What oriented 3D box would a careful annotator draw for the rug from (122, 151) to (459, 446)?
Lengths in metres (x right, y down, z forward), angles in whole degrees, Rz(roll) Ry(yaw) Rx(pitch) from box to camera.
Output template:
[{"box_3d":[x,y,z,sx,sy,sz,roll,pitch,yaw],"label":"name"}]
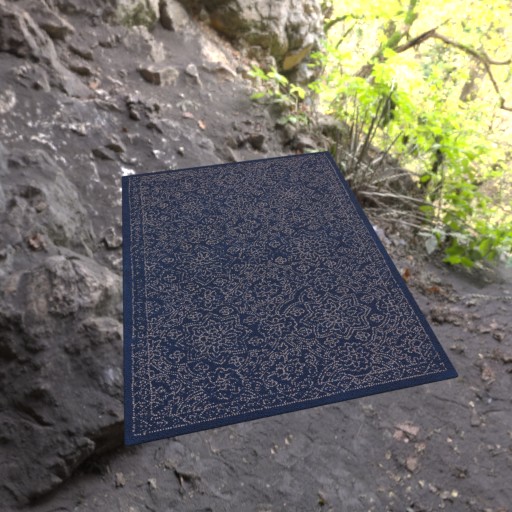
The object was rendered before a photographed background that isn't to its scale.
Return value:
[{"box_3d":[0.000,0.000,4.137,2.438,0.010,3.048,-9,47,-8],"label":"rug"}]
